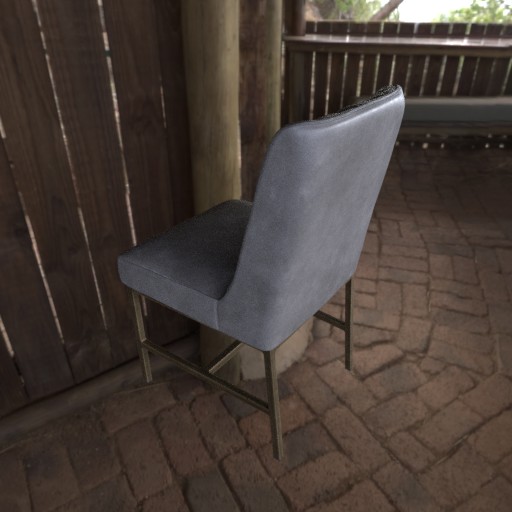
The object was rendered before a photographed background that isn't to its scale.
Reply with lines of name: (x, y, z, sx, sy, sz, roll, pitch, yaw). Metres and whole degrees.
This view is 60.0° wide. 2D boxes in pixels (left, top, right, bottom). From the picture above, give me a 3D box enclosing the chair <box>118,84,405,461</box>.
chair: (0.000, 0.000, 1.219, 0.587, 0.889, 0.508, 21, 36, 31)
